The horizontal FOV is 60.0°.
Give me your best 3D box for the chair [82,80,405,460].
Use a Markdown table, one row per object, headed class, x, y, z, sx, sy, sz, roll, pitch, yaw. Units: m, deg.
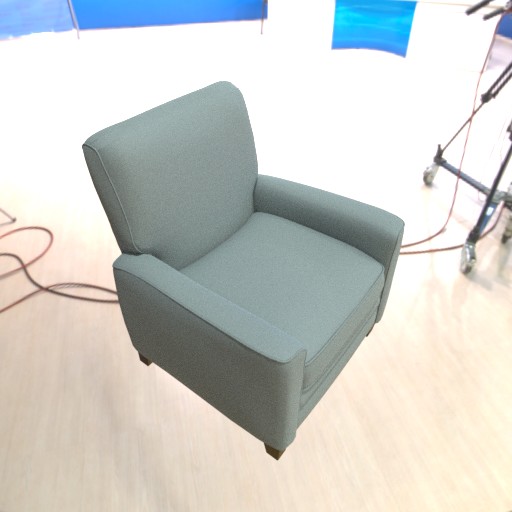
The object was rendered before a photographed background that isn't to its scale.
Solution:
| class | x | y | z | sx | sy | sz | roll | pitch | yaw |
| --- | --- | --- | --- | --- | --- | --- | --- | --- | --- |
| chair | 0.000 | 0.000 | 1.651 | 0.846 | 1.007 | 0.853 | 26 | 47 | 28 |
